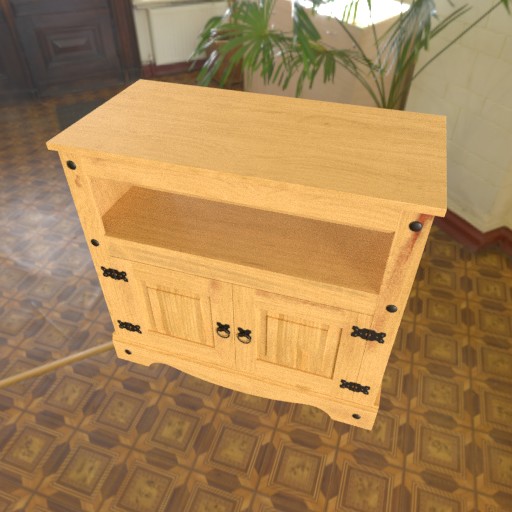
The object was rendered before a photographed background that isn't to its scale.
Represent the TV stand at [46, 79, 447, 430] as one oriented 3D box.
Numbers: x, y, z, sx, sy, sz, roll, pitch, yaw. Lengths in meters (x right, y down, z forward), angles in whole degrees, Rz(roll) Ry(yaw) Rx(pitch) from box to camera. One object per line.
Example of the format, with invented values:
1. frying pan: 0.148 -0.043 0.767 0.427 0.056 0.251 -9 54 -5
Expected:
1. TV stand: 0.000 0.000 1.298 0.851 0.787 0.430 12 42 13
